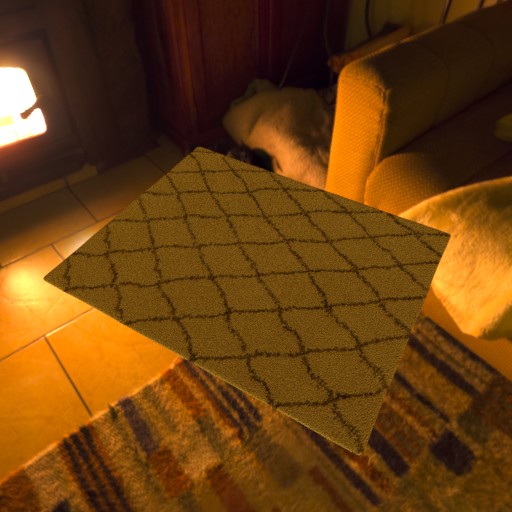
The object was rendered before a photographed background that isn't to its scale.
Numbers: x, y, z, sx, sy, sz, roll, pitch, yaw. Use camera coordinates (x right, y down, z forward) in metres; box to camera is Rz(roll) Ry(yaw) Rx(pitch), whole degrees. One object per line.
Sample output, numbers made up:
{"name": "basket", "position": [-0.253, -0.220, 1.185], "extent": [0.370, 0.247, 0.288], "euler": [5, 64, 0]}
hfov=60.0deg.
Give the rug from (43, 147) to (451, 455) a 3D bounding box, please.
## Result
{"name": "rug", "position": [0.000, 0.000, 4.183], "extent": [3.047, 0.029, 2.438], "euler": [23, 51, 20]}
